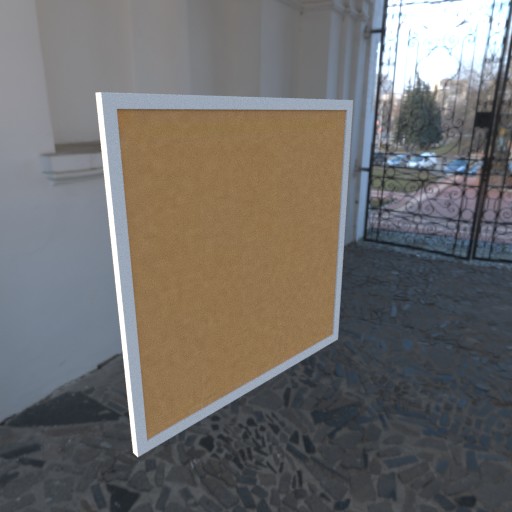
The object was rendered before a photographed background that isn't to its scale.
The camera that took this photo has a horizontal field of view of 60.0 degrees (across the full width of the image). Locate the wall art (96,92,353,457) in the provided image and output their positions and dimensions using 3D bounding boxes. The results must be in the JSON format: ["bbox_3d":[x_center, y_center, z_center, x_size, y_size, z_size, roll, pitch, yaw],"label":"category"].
[{"bbox_3d":[0.000,0.000,0.679,0.457,0.457,0.012,-17,25,-42],"label":"wall art"}]
